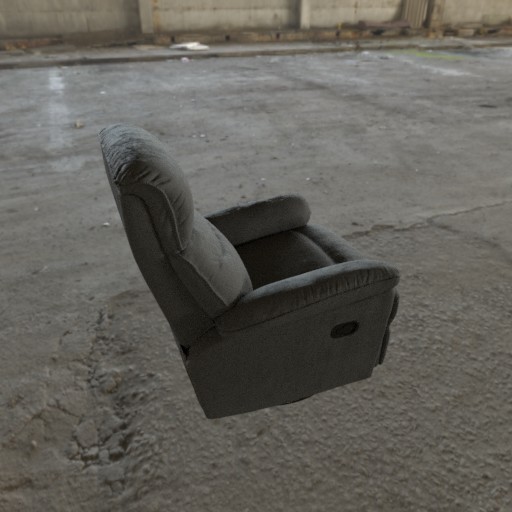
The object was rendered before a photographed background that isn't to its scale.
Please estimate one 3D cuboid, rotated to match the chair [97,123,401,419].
[{"bbox_3d":[0.000,0.000,1.754,1.004,1.037,0.820,-11,32,-19],"label":"chair"}]
